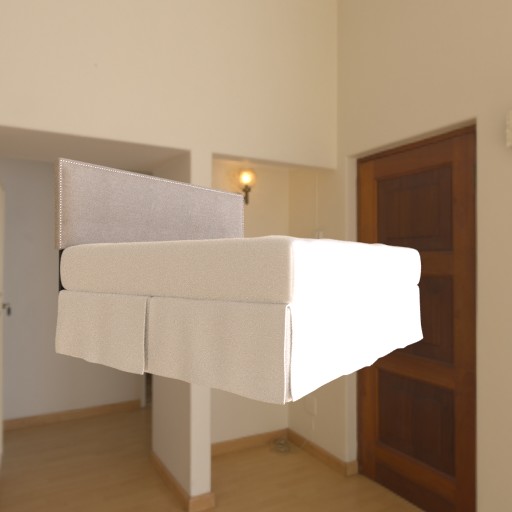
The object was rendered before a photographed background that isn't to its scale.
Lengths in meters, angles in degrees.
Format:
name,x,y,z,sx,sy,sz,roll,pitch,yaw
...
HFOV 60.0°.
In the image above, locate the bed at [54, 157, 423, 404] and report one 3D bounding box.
name,x,y,z,sx,sy,sz,roll,pitch,yaw
bed,0.000,0.000,3.324,1.914,1.346,2.170,-1,-1,36
